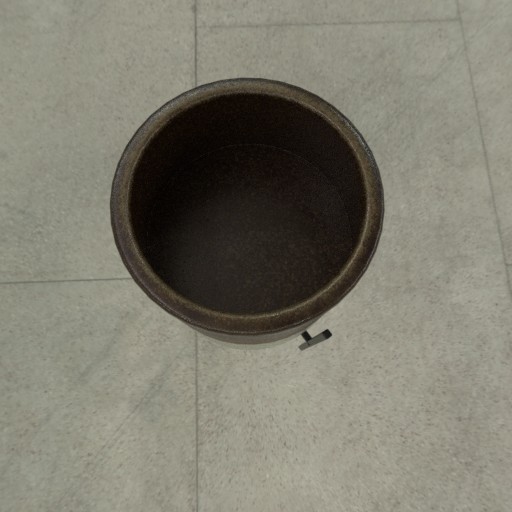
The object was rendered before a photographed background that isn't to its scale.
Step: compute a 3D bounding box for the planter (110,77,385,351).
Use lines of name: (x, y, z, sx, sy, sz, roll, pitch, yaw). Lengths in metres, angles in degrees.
planter: (0.000, 0.000, 0.572, 0.255, 0.375, 0.269, -37, 78, -9)
